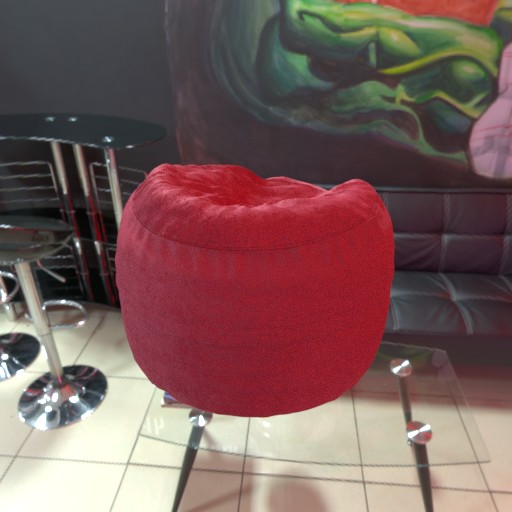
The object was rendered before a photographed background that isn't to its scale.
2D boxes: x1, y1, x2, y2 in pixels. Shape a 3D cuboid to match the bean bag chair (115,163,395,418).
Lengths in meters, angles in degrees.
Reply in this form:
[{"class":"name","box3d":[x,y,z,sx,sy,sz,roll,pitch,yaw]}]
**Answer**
[{"class":"bean bag chair","box3d":[0.000,0.000,2.008,1.218,0.788,1.218,0,29,0]}]
